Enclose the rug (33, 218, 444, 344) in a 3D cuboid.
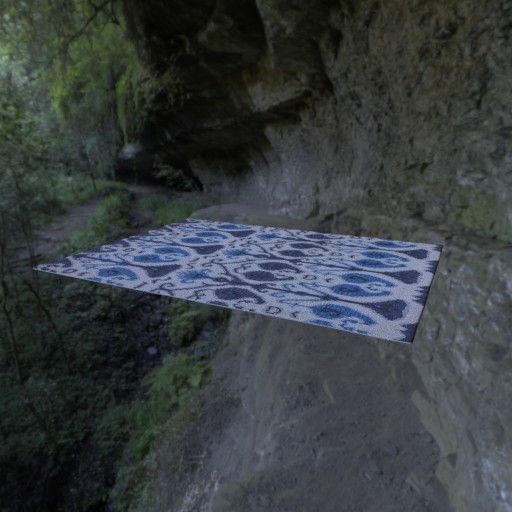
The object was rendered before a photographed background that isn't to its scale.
[{"bbox_3d":[0.000,0.000,4.302,3.228,0.024,2.443,8,18,25],"label":"rug"}]
